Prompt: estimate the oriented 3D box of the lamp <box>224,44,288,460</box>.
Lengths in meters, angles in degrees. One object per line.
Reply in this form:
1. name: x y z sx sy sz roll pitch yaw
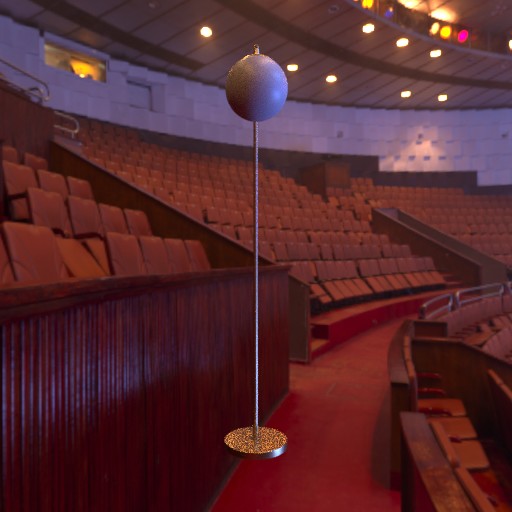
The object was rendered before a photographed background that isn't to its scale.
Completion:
1. lamp: 0.000 0.000 1.667 0.249 1.505 0.476 0 0 -1
